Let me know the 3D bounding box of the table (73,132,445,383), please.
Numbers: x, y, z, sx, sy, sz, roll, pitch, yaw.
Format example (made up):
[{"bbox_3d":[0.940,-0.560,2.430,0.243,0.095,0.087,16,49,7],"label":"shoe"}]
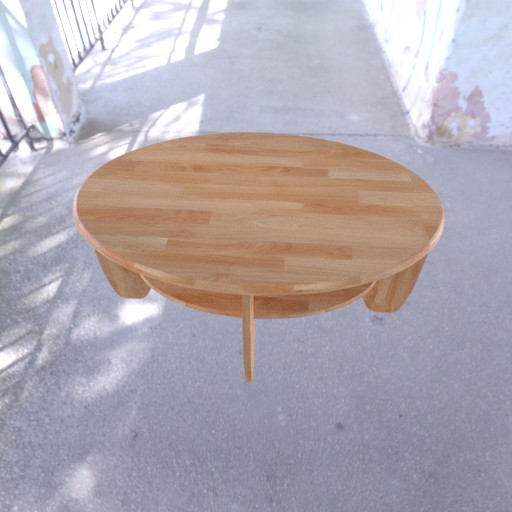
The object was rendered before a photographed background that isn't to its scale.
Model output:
[{"bbox_3d":[0.000,0.000,1.408,1.040,0.490,0.690,3,46,3],"label":"table"}]
